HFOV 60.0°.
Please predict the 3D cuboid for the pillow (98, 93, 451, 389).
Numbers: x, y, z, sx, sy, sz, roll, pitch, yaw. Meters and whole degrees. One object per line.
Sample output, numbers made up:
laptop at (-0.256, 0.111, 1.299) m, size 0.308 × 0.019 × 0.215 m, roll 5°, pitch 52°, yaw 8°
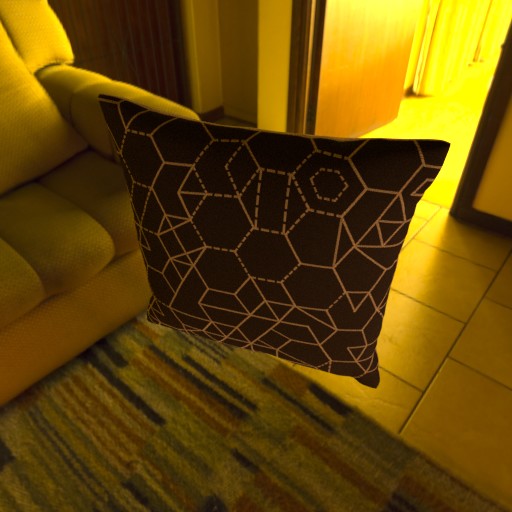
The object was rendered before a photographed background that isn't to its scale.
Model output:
pillow at (0.000, 0.000, 0.776) m, size 0.517 × 0.508 × 0.158 m, roll 13°, pitch 40°, yaw 15°
